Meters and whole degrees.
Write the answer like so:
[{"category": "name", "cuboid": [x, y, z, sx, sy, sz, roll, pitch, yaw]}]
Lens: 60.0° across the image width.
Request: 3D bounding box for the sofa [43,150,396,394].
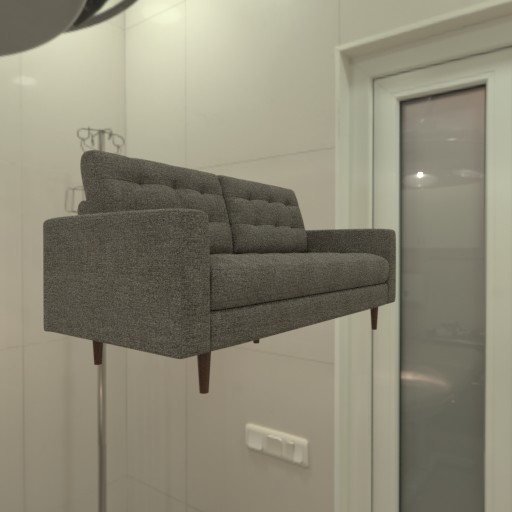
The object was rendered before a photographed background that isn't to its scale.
[{"category": "sofa", "cuboid": [0.000, 0.000, 2.294, 0.863, 0.902, 1.821, 1, 1, 37]}]
